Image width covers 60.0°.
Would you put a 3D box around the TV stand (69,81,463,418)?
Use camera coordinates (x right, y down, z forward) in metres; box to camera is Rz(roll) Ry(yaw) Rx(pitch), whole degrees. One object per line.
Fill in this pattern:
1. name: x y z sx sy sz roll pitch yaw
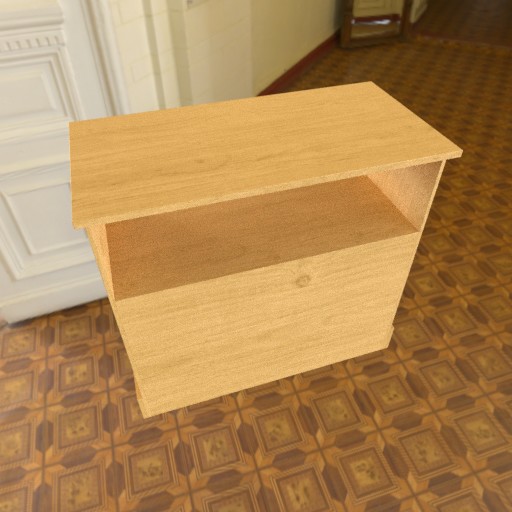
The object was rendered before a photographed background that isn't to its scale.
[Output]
1. TV stand: 0.000 0.000 1.328 0.851 0.787 0.430 -12 44 -13
